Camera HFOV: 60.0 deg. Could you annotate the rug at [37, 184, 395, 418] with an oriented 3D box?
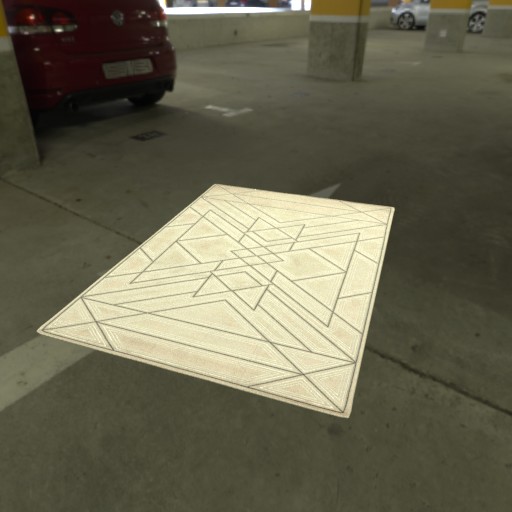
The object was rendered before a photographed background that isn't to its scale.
[{"bbox_3d":[0.000,0.000,4.454,2.436,0.026,3.381,10,32,17],"label":"rug"}]
